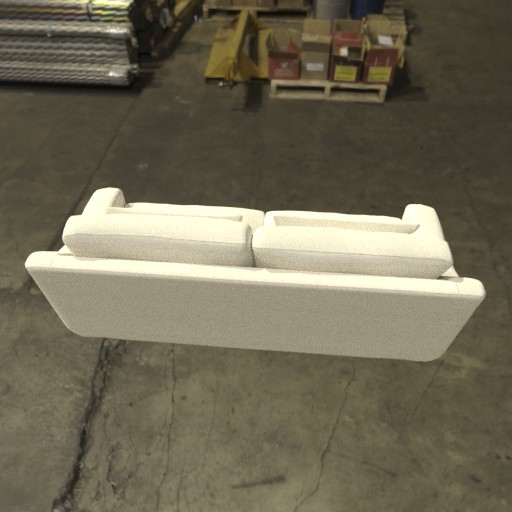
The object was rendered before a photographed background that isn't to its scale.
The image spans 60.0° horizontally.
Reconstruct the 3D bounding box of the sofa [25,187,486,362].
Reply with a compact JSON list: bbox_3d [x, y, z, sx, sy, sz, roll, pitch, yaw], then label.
[{"bbox_3d":[0.000,0.000,2.920,2.470,1.022,1.009,4,47,3],"label":"sofa"}]
